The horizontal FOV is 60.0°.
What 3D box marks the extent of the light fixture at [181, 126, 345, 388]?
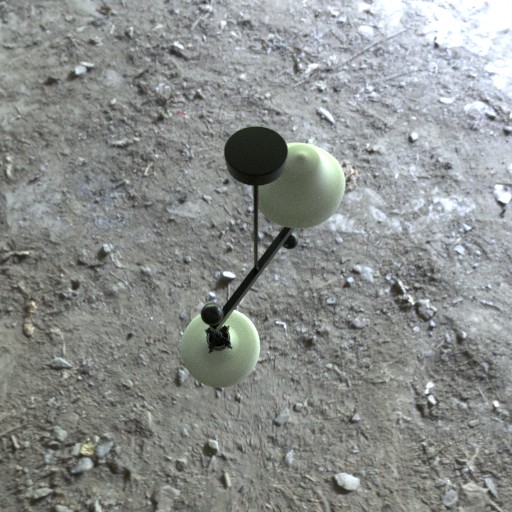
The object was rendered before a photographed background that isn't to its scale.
[{"bbox_3d":[0.000,0.000,1.040,0.422,0.743,0.489,-3,63,-1],"label":"light fixture"}]
